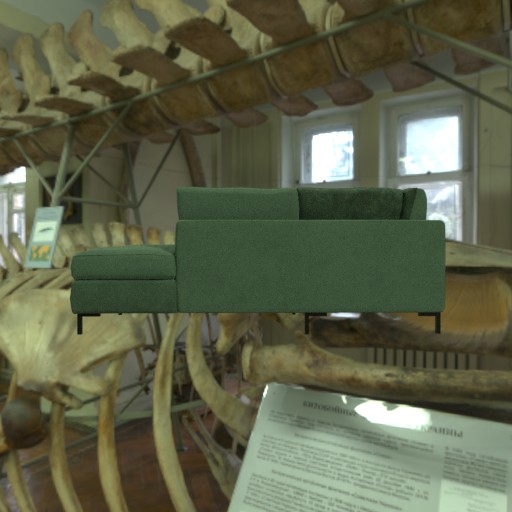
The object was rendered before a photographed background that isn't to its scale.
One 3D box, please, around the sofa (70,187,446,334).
[{"bbox_3d":[0.000,0.000,3.210,1.707,0.687,2.486,0,1,-1],"label":"sofa"}]
